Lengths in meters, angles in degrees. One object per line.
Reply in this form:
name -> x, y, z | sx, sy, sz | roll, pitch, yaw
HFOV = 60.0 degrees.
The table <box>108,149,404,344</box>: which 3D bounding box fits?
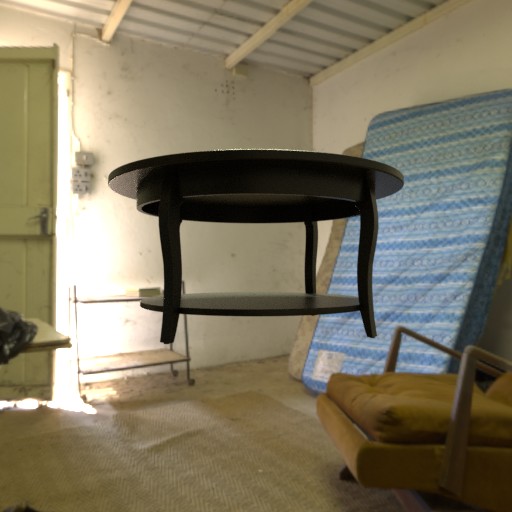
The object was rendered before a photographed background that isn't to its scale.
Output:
table -> 0.000, 0.000, 1.439 | 0.914, 0.457, 0.914 | 0, -1, 0
